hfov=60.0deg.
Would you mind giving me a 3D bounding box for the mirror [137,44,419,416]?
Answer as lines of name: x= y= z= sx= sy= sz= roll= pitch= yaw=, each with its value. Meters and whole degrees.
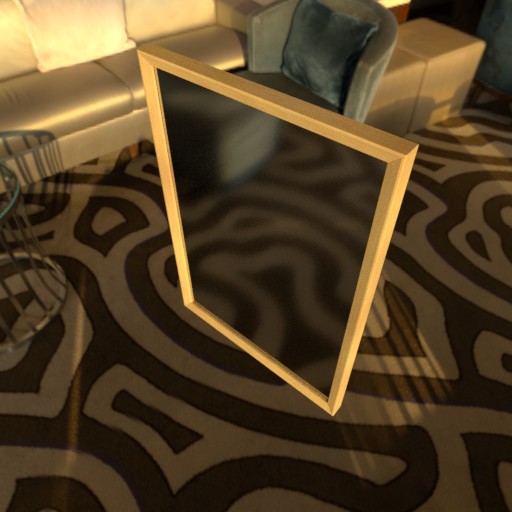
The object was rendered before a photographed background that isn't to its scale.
mirror: x=0.000 y=0.000 z=0.911 sx=0.507 sy=0.710 sz=0.039 roll=31 pitch=53 yaw=27
